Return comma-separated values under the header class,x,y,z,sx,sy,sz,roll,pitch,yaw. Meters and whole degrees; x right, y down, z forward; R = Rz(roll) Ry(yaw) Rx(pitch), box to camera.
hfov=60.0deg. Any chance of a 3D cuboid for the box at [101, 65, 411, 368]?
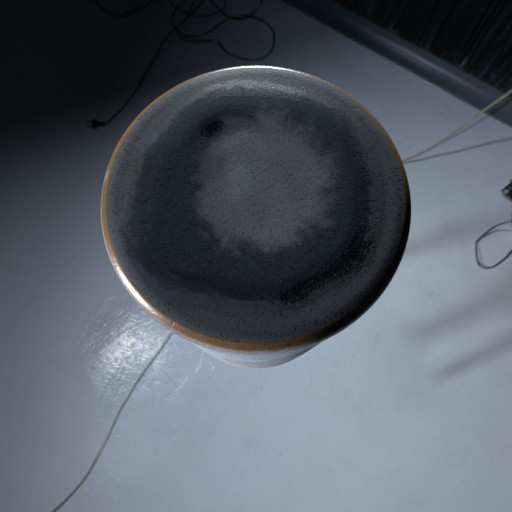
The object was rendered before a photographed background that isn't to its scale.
class,x,y,z,sx,sy,sz,roll,pitch,yaw
box,0.000,0.000,0.245,0.118,0.168,0.118,0,73,0
